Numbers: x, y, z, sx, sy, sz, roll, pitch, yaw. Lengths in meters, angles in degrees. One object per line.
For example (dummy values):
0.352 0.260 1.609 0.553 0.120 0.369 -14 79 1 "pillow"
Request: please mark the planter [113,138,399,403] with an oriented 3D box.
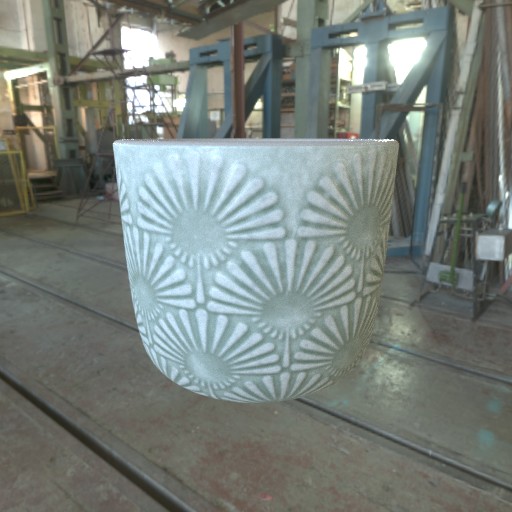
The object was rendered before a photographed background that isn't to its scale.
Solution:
0.000 0.000 0.215 0.124 0.109 0.124 0 15 0 "planter"
